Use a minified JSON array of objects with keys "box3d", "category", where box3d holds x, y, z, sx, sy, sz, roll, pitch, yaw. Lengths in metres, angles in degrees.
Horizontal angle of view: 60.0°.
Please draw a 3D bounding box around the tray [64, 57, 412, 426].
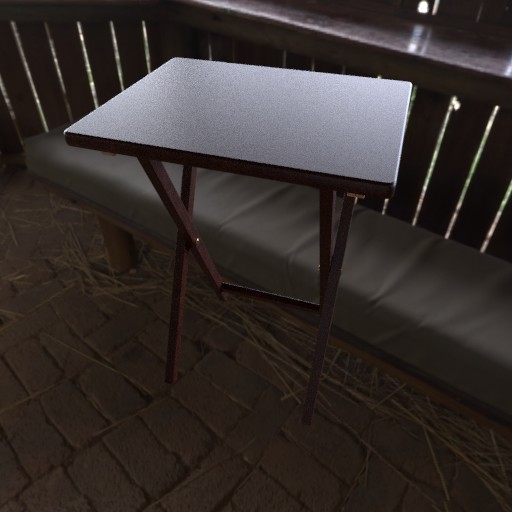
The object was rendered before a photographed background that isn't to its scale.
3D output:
[{"box3d":[0.000,0.000,0.947,0.483,0.660,0.381,12,42,14],"category":"tray"}]
